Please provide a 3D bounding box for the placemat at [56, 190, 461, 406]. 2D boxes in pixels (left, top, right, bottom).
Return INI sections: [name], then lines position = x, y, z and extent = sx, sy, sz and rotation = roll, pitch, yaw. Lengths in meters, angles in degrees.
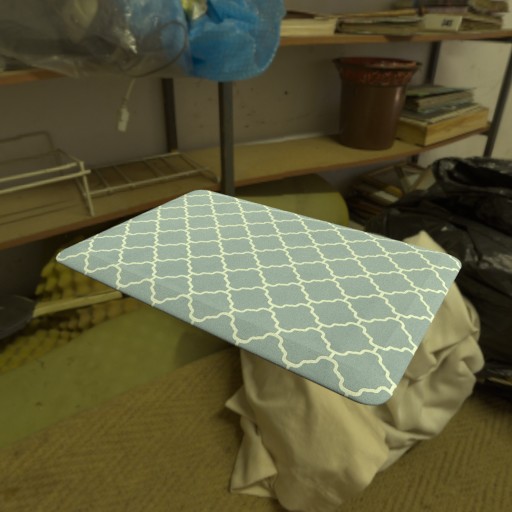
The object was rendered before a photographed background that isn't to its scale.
[placemat]
position = 0.000, 0.000, 0.970
extent = 0.762, 0.021, 0.508
rotation = 19, 34, 29
